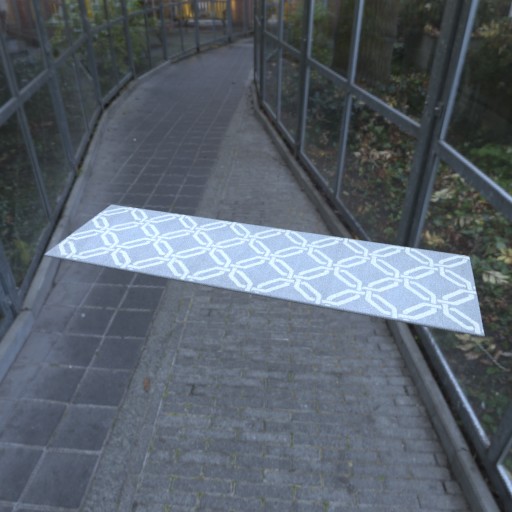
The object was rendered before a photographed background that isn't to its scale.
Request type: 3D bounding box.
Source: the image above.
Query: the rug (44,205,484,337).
[{"bbox_3d":[0.000,0.000,2.473,2.276,0.014,0.678,9,33,14],"label":"rug"}]
